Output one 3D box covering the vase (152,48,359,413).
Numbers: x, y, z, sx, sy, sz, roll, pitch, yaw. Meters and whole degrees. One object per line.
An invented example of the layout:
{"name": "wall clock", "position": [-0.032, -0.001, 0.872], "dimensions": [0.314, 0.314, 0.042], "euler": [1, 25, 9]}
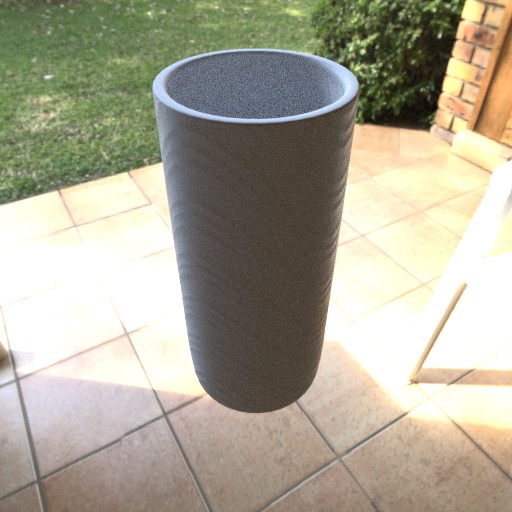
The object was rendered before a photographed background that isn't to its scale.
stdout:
{"name": "vase", "position": [0.000, 0.000, 0.401], "dimensions": [0.143, 0.316, 0.143], "euler": [0, 41, 0]}
